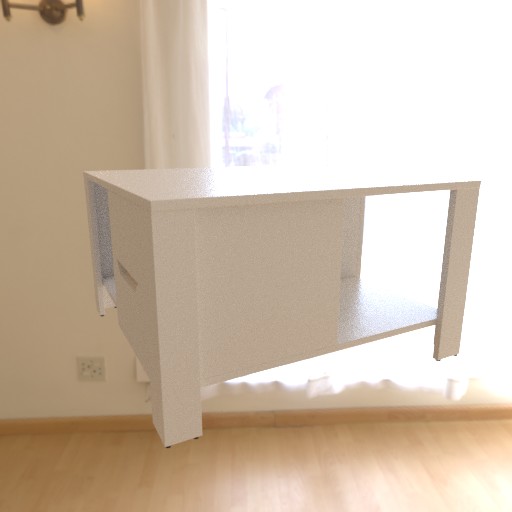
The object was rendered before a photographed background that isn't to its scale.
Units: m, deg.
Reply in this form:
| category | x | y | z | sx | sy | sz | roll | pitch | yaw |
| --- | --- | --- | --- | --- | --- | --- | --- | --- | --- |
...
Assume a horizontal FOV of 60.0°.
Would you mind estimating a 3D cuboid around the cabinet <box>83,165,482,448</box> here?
| category | x | y | z | sx | sy | sz | roll | pitch | yaw |
| --- | --- | --- | --- | --- | --- | --- | --- | --- | --- |
| cabinet | 0.000 | 0.000 | 1.279 | 0.800 | 0.460 | 0.800 | -8 | 16 | -27 |
